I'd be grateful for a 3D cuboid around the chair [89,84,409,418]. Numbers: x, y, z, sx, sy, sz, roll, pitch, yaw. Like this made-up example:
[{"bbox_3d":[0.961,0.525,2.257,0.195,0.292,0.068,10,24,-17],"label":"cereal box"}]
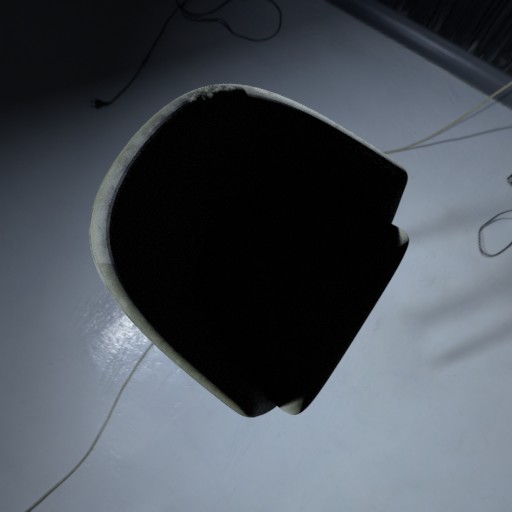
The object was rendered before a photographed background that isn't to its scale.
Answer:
[{"bbox_3d":[0.000,0.000,1.366,0.767,0.698,0.773,34,78,8],"label":"chair"}]
